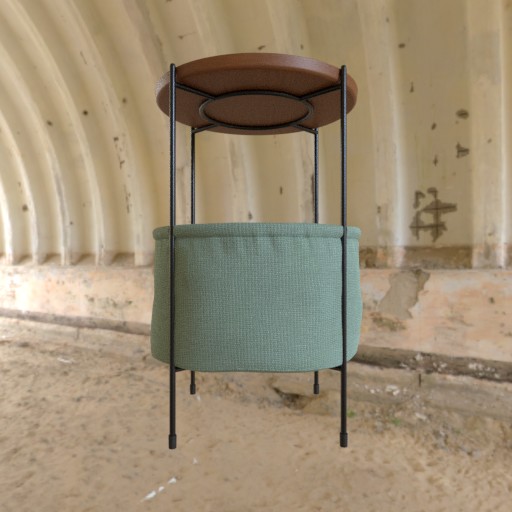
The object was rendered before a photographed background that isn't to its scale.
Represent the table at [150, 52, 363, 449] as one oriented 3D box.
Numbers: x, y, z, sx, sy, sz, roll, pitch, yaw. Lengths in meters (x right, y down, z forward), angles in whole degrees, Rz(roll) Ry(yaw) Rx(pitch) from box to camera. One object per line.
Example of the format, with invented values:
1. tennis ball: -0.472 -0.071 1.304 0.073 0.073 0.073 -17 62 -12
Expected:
1. table: 0.000 0.000 0.863 0.400 0.623 0.400 0 0 -1
